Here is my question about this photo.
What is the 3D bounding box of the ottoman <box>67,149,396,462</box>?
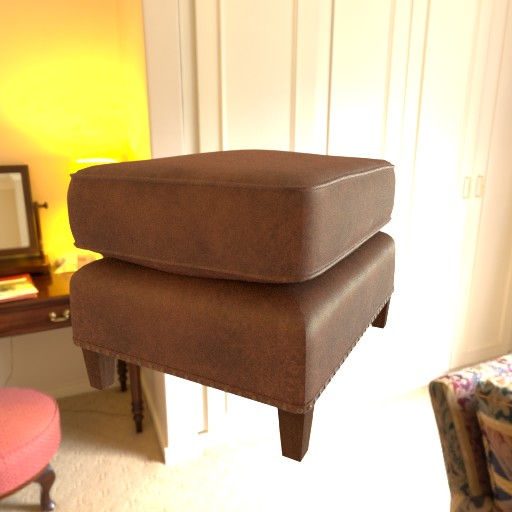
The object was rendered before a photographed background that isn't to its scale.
[{"bbox_3d":[0.000,0.000,1.146,0.589,0.537,0.738,8,17,27],"label":"ottoman"}]
